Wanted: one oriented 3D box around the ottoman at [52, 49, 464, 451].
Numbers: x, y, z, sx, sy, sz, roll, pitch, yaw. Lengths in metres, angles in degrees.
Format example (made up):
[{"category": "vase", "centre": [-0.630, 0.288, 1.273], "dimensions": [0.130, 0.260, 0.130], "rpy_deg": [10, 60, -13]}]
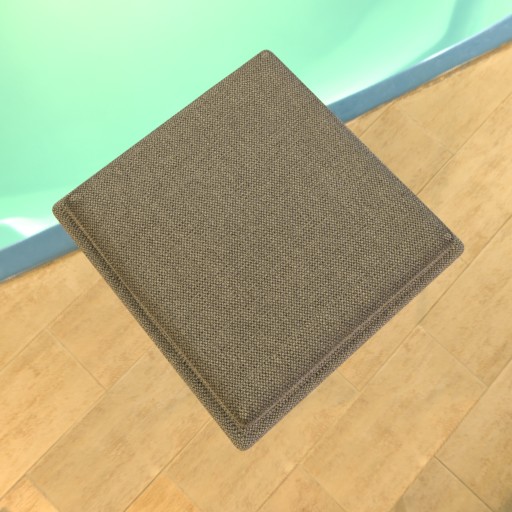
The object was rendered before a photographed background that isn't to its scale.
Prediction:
[{"category": "ottoman", "centre": [0.000, 0.000, 0.822], "dimensions": [0.436, 0.487, 0.454], "rpy_deg": [-40, 79, -9]}]
